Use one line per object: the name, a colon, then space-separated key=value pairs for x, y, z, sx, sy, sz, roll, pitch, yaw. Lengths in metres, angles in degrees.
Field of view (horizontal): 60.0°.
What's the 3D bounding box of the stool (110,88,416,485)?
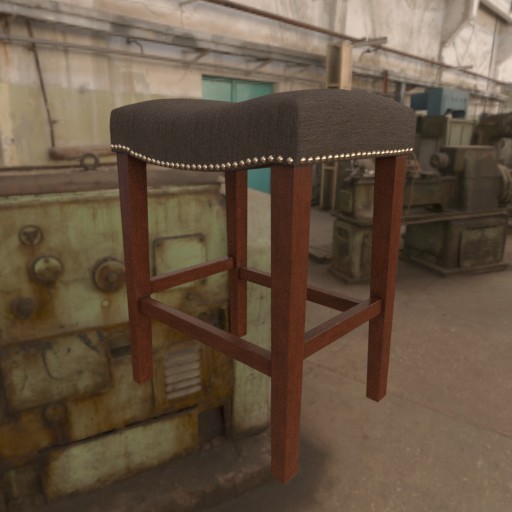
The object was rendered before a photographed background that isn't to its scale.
stool: x=0.000 y=0.000 z=0.956 sx=0.504 sy=0.654 sz=0.372 roll=15 pitch=22 yaw=41
